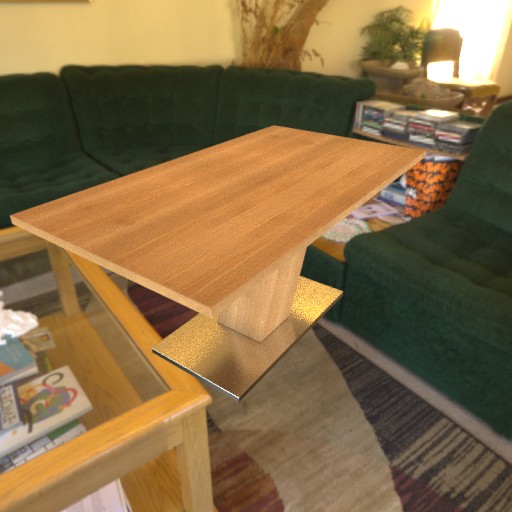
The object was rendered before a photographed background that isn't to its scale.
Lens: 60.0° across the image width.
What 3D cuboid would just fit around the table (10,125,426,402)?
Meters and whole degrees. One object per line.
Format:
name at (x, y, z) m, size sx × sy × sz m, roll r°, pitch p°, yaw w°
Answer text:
table at (0.000, 0.000, 2.020) m, size 0.900 × 0.750 × 1.600 m, roll 20°, pitch 35°, yaw 31°
